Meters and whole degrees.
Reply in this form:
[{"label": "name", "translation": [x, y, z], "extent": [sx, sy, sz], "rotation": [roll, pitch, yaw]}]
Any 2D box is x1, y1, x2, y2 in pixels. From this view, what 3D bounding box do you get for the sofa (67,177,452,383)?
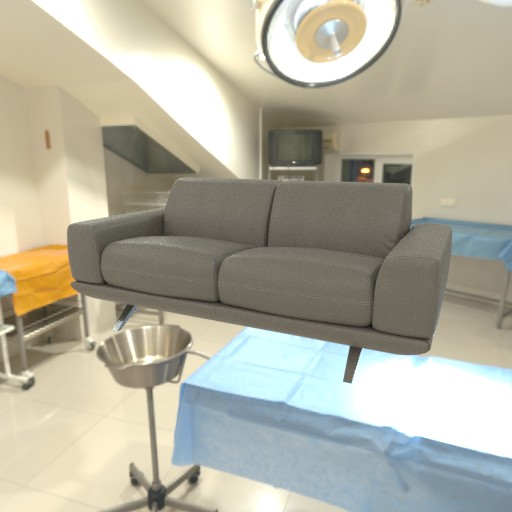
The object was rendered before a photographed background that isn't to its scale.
[{"label": "sofa", "translation": [0.000, 0.000, 2.397], "extent": [1.901, 0.772, 0.900], "rotation": [6, 14, 25]}]
